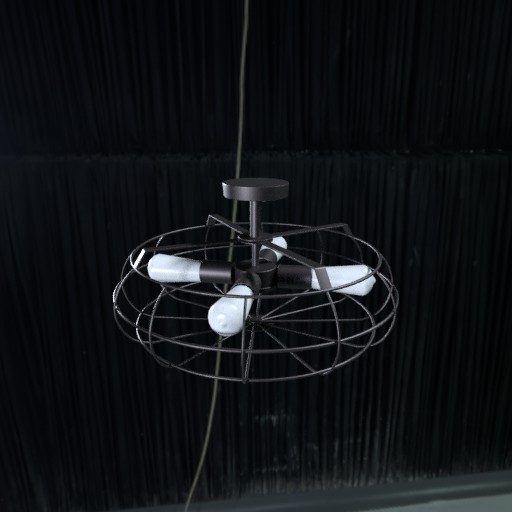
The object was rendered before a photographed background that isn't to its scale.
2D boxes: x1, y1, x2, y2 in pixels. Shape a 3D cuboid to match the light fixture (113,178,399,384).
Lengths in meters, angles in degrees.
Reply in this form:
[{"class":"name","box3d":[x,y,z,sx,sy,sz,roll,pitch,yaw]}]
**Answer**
[{"class":"light fixture","box3d":[0.000,0.000,0.928,0.582,0.311,0.582,0,16,0]}]
